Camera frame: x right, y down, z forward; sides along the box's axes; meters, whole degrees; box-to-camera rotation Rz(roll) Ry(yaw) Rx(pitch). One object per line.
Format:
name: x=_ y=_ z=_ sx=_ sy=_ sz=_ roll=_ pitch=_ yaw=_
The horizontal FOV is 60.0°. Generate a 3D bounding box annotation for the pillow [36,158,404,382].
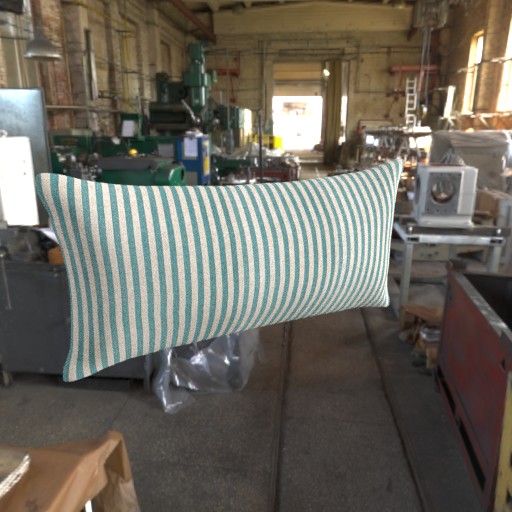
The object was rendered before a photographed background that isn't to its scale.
pillow: x=0.000 y=0.000 z=0.724 sx=0.617 sy=0.295 sz=0.151 roll=-8 pitch=18 yaw=-26
